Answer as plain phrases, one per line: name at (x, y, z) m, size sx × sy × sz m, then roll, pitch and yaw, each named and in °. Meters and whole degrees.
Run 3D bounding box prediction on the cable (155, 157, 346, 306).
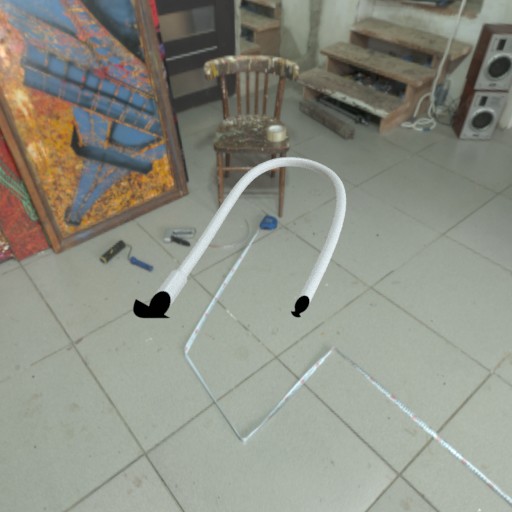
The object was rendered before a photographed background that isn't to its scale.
cable at (0.000, 0.000, 0.112) m, size 0.040 × 0.006 × 0.098 m, roll 14°, pitch 44°, yaw 15°
